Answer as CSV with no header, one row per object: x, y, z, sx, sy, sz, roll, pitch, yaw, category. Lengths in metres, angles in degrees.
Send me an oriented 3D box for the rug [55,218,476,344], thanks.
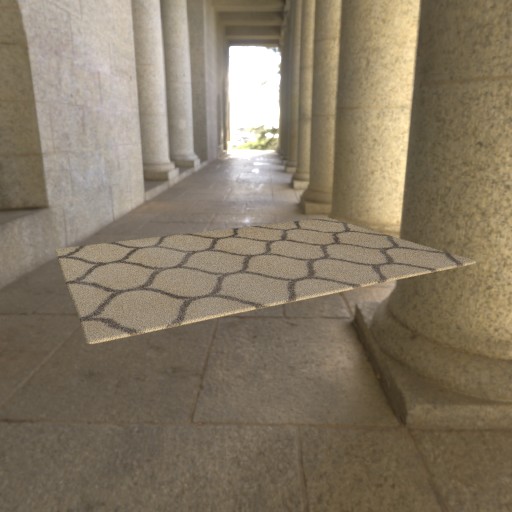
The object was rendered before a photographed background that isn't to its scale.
0.000,0.000,3.394,2.701,0.026,1.801,-8,18,-27,rug
